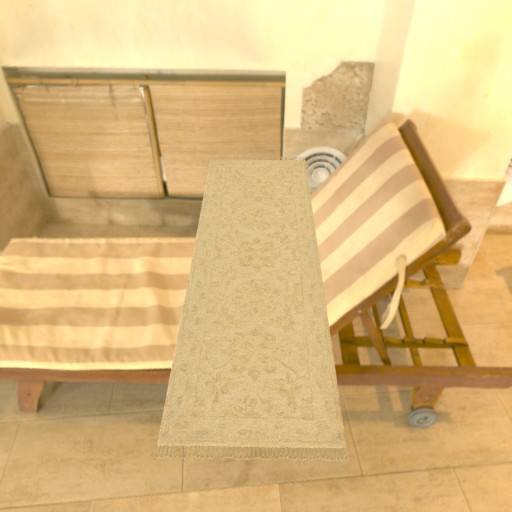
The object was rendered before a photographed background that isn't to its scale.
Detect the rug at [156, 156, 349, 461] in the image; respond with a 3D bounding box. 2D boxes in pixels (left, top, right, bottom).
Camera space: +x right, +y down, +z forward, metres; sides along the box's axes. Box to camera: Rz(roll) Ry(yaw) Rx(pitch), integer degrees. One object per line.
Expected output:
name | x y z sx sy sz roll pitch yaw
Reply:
rug | 0.000 0.000 2.777 0.795 0.015 2.544 1 41 1
